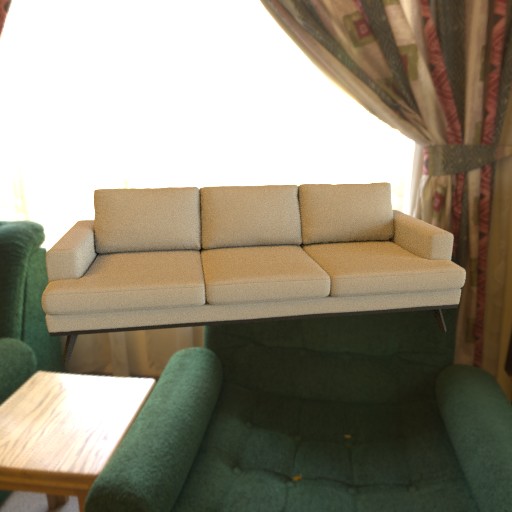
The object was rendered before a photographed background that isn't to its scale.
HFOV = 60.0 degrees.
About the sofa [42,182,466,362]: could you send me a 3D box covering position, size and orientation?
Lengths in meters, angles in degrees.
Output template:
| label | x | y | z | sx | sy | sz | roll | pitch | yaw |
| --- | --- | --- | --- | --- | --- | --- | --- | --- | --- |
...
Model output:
| label | x | y | z | sx | sy | sz | roll | pitch | yaw |
| --- | --- | --- | --- | --- | --- | --- | --- | --- | --- |
| sofa | 0.000 | 0.000 | 2.774 | 2.310 | 0.810 | 0.920 | -3 | 18 | -9 |
